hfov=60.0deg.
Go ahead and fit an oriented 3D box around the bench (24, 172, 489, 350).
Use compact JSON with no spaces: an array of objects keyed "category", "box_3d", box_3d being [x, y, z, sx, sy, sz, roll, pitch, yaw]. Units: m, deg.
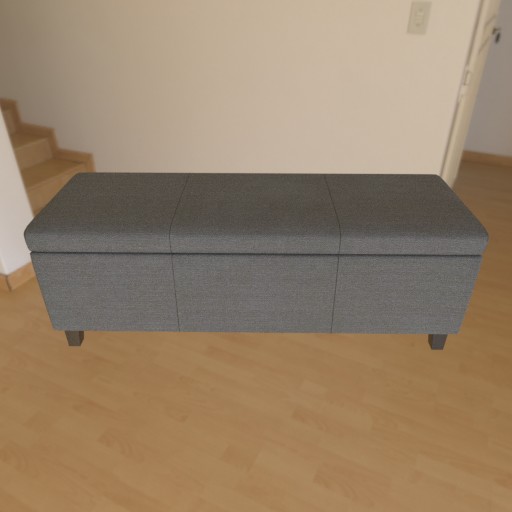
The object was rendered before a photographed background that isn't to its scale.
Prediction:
[{"category":"bench","box_3d":[0.000,0.000,1.462,1.269,0.438,0.446,0,32,1]}]
